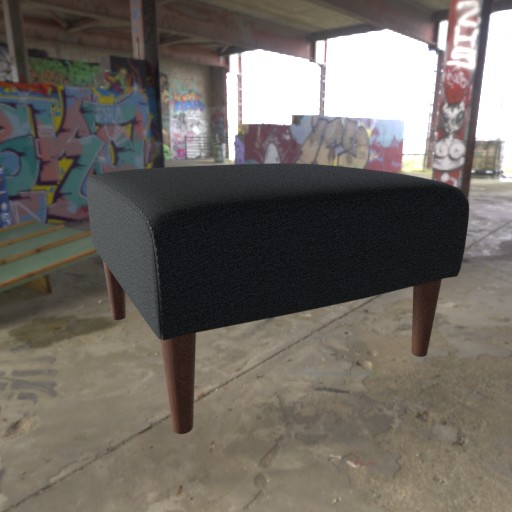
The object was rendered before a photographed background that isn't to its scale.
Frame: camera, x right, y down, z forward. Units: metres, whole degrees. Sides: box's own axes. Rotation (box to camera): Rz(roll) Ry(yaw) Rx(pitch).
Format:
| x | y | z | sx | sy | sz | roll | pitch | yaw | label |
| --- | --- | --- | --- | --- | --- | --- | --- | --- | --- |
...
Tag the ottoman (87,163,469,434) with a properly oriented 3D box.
| x | y | z | sx | sy | sz | roll | pitch | yaw | label |
| --- | --- | --- | --- | --- | --- | --- | --- | --- | --- |
| 0.000 | 0.000 | 1.033 | 0.650 | 0.398 | 0.649 | -8 | 18 | -27 | ottoman |
